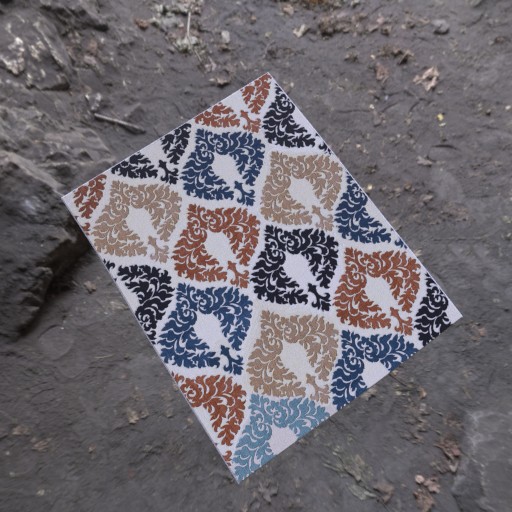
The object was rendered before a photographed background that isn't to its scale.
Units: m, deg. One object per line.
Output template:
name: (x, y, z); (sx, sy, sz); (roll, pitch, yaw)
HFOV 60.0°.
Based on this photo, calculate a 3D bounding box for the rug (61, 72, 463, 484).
rug: (0.000, 0.000, 4.083); (2.423, 0.014, 3.040); (-34, 79, -8)
